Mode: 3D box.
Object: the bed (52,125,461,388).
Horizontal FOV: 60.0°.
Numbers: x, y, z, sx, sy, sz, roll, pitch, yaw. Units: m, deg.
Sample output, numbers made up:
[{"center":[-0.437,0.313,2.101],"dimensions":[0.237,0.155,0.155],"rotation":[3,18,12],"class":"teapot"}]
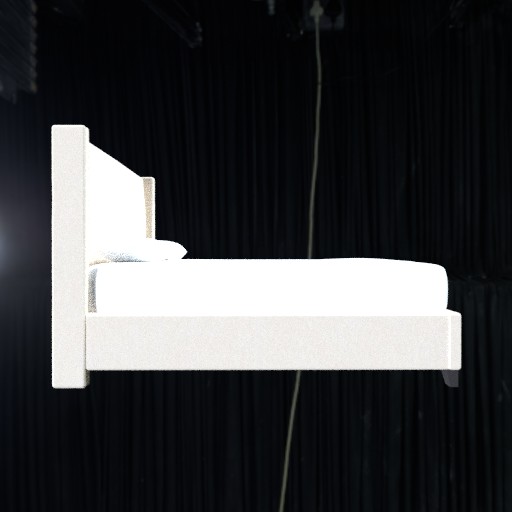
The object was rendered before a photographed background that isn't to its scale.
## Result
[{"center":[0.000,0.000,3.361],"dimensions":[2.293,1.471,1.778],"rotation":[0,0,0],"class":"bed"}]
